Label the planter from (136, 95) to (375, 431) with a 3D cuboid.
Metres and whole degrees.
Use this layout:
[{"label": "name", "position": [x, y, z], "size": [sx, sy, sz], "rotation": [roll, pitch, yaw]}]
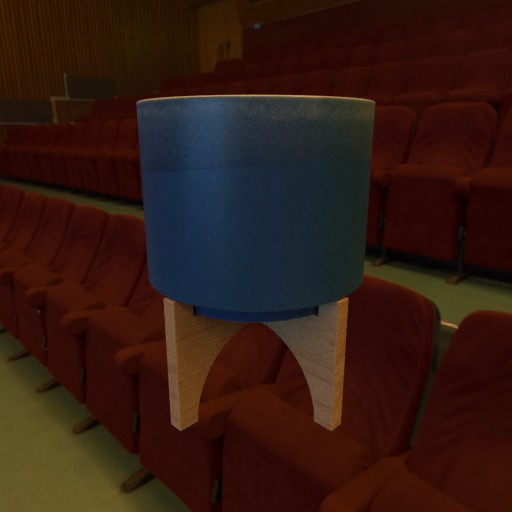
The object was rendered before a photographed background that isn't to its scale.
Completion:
[{"label": "planter", "position": [0.000, 0.000, 0.404], "size": [0.192, 0.263, 0.192], "rotation": [0, 16, 0]}]
